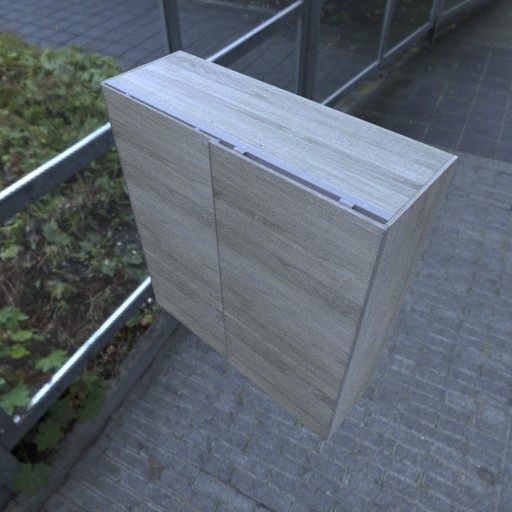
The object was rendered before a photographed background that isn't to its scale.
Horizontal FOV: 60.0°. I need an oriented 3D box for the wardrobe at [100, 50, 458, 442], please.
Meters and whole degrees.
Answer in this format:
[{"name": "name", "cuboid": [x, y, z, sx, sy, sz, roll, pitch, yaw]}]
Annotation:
[{"name": "wardrobe", "cuboid": [0.000, 0.000, 2.858, 1.780, 1.960, 0.629, 32, 54, 27]}]
